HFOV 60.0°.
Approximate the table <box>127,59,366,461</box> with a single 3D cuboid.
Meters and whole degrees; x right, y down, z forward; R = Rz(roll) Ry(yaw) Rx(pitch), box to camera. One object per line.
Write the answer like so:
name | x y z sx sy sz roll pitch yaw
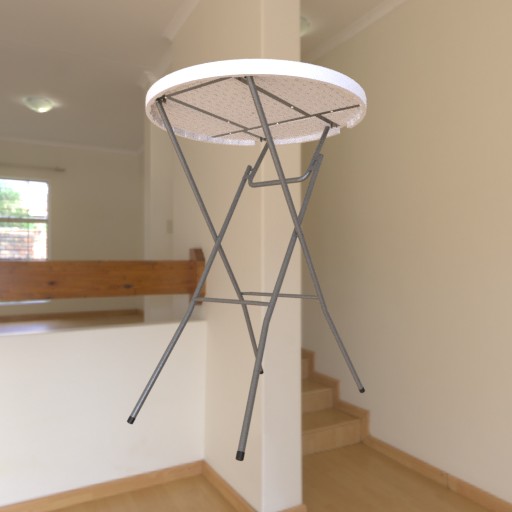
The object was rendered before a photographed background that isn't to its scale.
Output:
table | 0.000 0.000 1.634 0.792 1.105 0.795 0 -1 36
